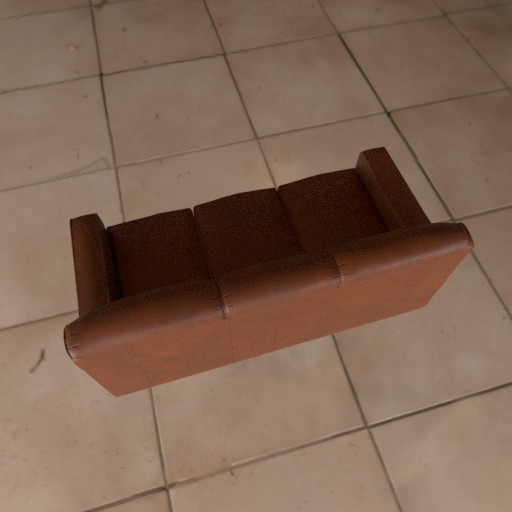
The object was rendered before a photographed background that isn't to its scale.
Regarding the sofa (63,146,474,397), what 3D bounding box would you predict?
[{"bbox_3d":[0.000,0.000,2.639,2.039,0.953,1.008,-15,61,-8],"label":"sofa"}]
